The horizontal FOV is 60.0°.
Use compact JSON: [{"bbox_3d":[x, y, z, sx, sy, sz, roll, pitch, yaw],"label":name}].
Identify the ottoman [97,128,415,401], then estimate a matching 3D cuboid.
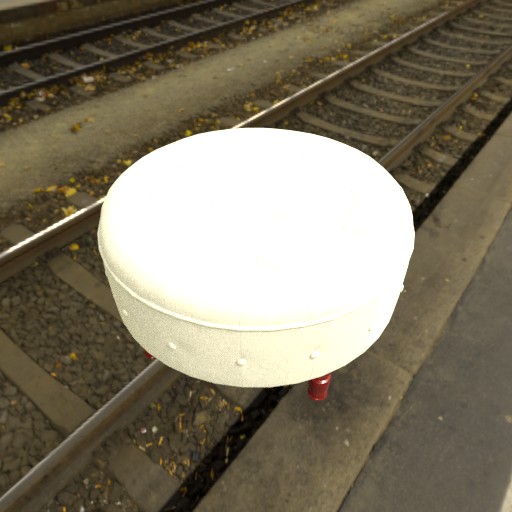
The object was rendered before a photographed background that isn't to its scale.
[{"bbox_3d":[0.000,0.000,1.337,0.850,0.483,0.850,0,41,0],"label":"ottoman"}]
